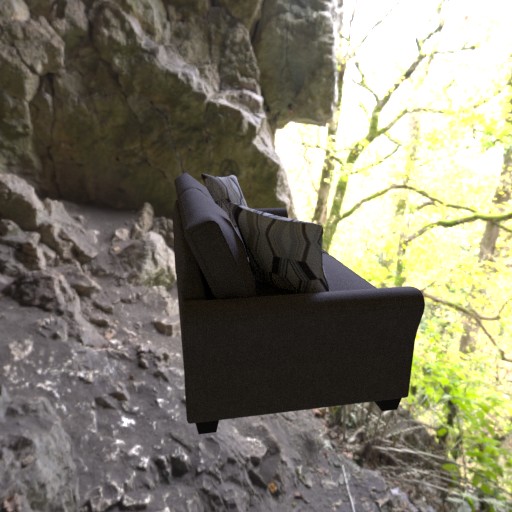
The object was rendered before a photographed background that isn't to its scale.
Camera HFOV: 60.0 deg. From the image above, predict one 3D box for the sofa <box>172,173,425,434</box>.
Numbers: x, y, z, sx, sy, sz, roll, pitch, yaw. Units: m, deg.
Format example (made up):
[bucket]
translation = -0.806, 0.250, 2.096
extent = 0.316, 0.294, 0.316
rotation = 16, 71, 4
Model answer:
[sofa]
translation = 0.000, 0.000, 2.495
extent = 0.889, 0.813, 2.032
rotation = -3, 15, -11
